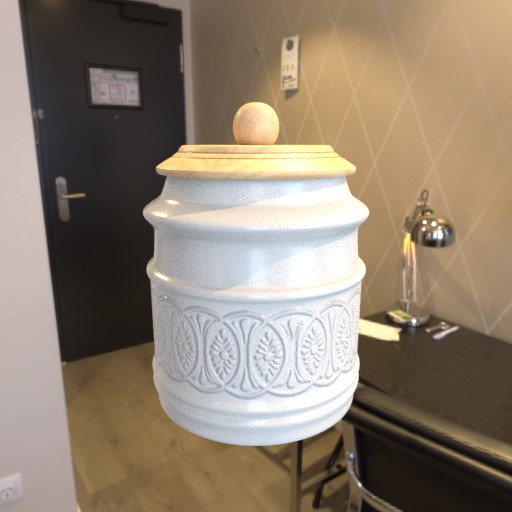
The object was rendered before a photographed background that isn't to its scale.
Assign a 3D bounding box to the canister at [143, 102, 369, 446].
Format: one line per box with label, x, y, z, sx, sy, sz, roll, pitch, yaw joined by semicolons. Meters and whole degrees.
canister;0.000;0.000;0.269;0.130;0.176;0.130;0;14;0
